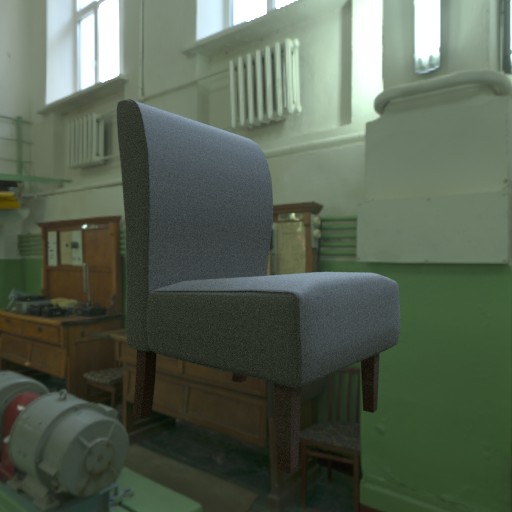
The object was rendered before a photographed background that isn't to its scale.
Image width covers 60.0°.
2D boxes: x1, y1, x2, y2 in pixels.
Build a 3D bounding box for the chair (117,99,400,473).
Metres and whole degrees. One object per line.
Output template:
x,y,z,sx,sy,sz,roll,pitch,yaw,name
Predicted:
0.000,0.000,1.137,0.592,0.804,0.513,0,0,37,chair
